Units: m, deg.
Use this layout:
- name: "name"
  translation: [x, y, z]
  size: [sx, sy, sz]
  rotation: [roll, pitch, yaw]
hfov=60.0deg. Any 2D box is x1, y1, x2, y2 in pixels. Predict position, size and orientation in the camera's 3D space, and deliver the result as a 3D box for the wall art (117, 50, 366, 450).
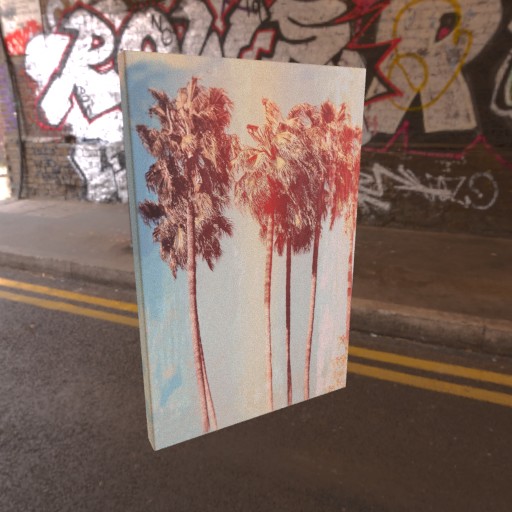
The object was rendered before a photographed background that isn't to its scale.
- name: "wall art"
  translation: [0.000, 0.000, 0.752]
  size: [0.401, 0.610, 0.038]
  rotation: [-9, 18, -27]
